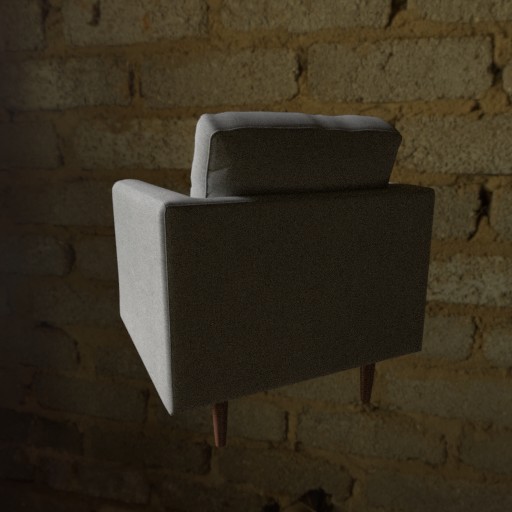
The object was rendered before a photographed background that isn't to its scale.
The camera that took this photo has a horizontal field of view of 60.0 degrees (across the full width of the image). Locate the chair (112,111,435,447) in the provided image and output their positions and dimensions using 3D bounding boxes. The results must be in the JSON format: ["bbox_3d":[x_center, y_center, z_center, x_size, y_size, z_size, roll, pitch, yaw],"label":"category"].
[{"bbox_3d":[0.000,0.000,1.554,0.855,0.927,0.800,-7,15,-25],"label":"chair"}]
